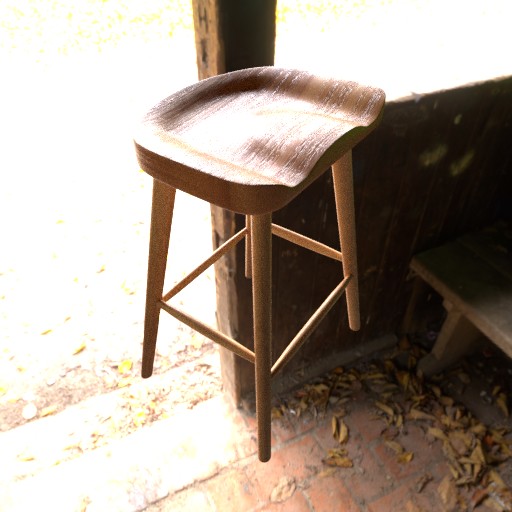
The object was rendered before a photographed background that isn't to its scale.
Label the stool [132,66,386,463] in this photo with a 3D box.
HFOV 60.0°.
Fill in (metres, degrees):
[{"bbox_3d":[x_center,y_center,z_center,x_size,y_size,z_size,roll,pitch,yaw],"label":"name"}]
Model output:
[{"bbox_3d":[0.000,0.000,0.894,0.361,0.615,0.440,25,47,26],"label":"stool"}]
